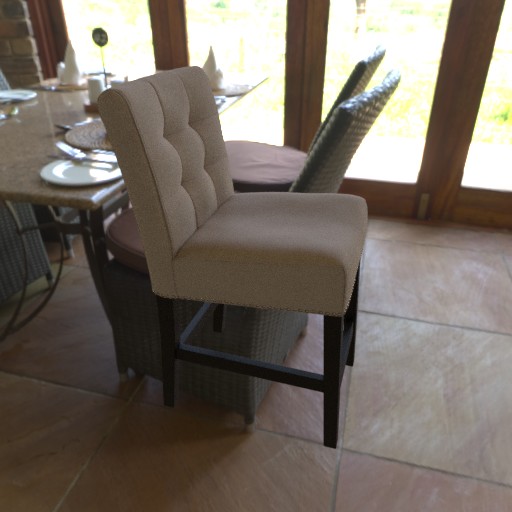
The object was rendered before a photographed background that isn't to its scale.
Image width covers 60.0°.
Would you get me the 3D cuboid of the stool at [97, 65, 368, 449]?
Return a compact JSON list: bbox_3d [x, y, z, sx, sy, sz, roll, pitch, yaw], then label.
[{"bbox_3d":[0.000,0.000,1.184,0.571,0.885,0.427,9,31,16],"label":"stool"}]
